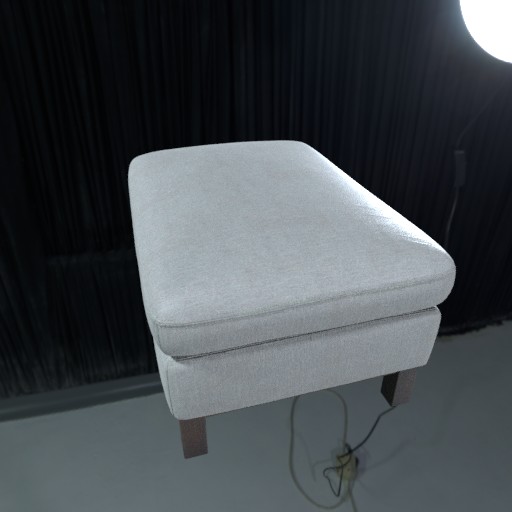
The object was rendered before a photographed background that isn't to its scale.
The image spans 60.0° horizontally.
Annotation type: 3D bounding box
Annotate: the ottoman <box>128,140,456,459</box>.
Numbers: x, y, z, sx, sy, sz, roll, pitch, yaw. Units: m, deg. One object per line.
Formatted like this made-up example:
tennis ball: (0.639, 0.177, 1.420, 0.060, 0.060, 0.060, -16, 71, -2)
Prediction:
ottoman: (0.000, 0.000, 1.036, 0.528, 0.404, 0.735, -9, 32, -14)
